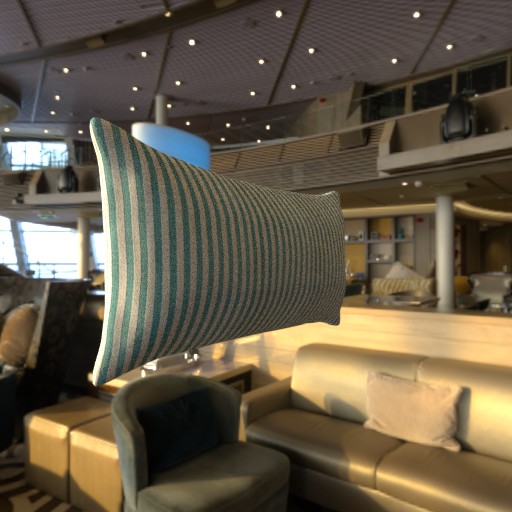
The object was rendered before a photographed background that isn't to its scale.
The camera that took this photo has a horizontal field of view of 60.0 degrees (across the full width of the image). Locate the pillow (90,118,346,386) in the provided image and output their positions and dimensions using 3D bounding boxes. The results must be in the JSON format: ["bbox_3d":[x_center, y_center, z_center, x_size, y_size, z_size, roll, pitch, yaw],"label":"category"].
[{"bbox_3d":[0.000,0.000,0.730,0.151,0.295,0.617,-1,-1,36],"label":"pillow"}]
